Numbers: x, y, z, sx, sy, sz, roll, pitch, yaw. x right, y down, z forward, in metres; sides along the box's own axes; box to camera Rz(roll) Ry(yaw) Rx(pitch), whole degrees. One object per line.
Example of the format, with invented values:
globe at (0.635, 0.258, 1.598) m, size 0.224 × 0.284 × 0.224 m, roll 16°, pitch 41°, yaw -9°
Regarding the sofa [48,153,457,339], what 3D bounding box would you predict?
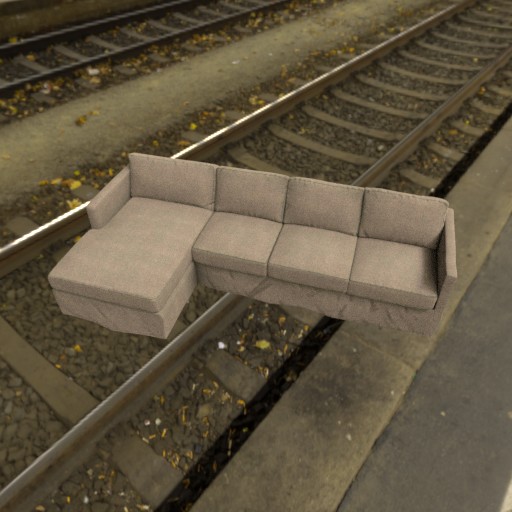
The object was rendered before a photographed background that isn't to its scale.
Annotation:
sofa at (0.000, 0.000, 3.885) m, size 3.205 × 0.922 × 1.650 m, roll 11°, pitch 43°, yaw 12°
